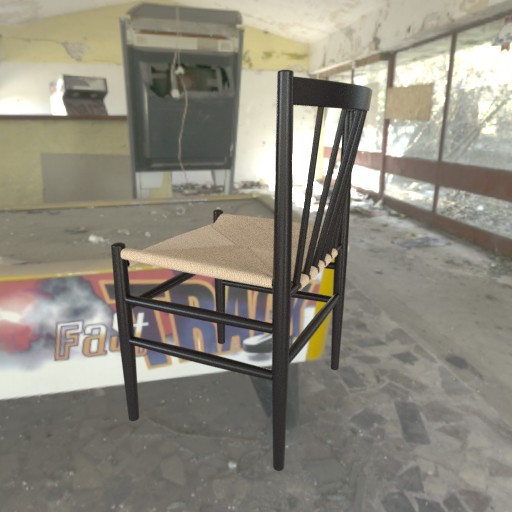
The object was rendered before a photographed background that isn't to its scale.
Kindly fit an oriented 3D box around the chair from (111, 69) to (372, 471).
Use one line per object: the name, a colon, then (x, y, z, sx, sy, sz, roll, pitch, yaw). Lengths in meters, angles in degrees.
chair: (0.000, 0.000, 1.129, 0.516, 0.818, 0.495, 8, 18, 24)
